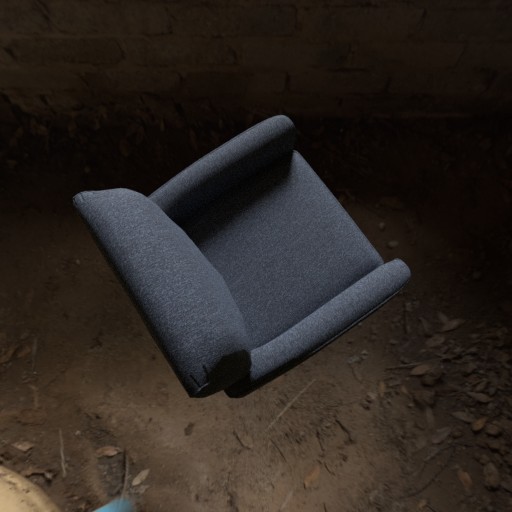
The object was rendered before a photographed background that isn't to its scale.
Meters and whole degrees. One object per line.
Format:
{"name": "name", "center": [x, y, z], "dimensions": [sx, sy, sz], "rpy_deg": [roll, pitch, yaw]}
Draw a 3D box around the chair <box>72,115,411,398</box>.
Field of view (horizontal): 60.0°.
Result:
{"name": "chair", "center": [0.000, 0.000, 1.675], "dimensions": [0.850, 1.016, 0.839], "rpy_deg": [-33, 77, -9]}
